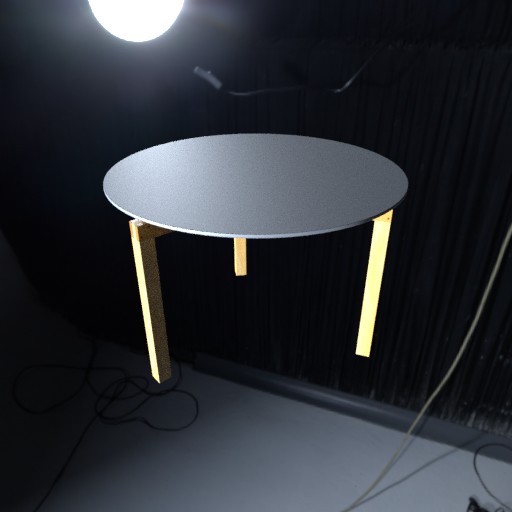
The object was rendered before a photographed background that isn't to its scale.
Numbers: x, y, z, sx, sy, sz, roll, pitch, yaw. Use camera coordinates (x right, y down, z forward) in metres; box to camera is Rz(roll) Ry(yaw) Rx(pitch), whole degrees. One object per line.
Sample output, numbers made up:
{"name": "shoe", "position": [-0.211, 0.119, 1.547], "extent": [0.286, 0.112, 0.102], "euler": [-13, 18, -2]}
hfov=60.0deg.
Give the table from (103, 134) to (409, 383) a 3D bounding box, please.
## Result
{"name": "table", "position": [0.000, 0.000, 1.007], "extent": [0.600, 0.405, 0.600], "euler": [0, 29, 0]}
